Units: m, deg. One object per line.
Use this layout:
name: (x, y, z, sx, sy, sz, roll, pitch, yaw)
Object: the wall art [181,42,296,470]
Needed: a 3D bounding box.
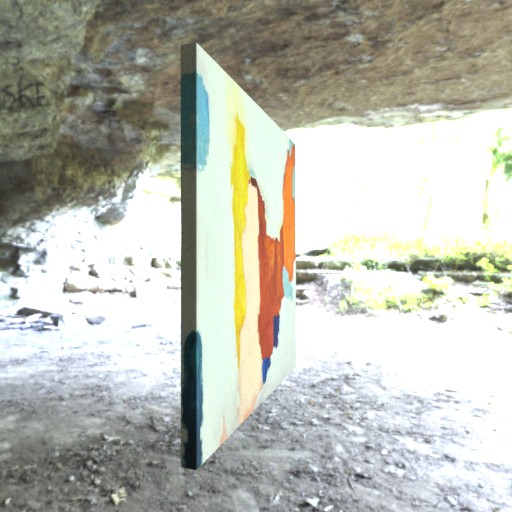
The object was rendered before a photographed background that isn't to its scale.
wall art: (0.000, 0.000, 1.539, 0.044, 1.017, 1.017, 0, 0, 19)
